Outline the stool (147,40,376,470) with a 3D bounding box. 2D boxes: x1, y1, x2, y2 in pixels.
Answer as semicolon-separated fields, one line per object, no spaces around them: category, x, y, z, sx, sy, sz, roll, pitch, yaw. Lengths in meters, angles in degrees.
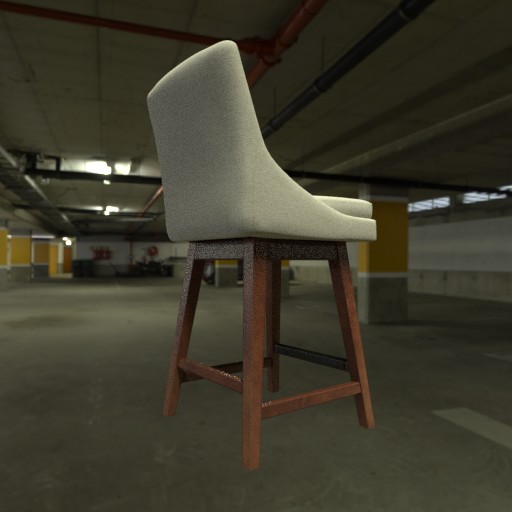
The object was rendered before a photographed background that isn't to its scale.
stool;0.000;0.000;1.320;0.559;0.991;0.469;0;-1;-37
